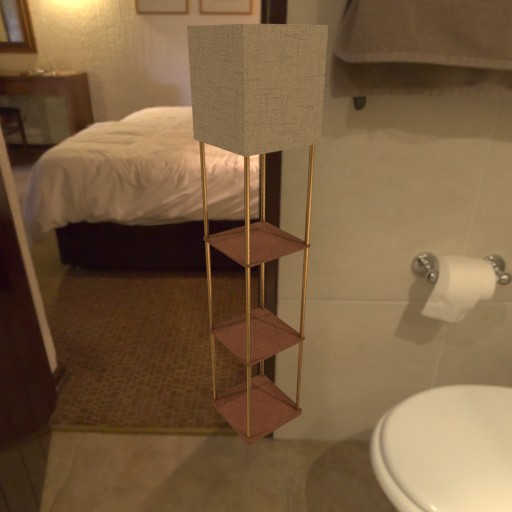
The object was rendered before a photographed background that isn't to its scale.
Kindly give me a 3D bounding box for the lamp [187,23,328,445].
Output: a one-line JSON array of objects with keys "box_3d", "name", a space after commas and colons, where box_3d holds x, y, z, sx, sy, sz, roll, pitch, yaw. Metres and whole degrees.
[{"box_3d": [0.000, 0.000, 1.700, 0.308, 1.569, 0.310, -18, 32, -32], "name": "lamp"}]
